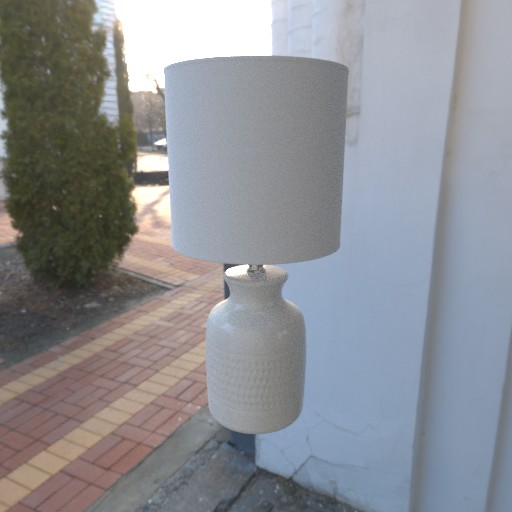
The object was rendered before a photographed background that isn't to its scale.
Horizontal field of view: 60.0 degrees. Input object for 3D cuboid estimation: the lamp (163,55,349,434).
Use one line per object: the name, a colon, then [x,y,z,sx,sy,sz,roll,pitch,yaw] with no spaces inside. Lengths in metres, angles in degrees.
lamp: [0.000,0.000,0.506,0.188,0.392,0.188,-14,20,-43]
